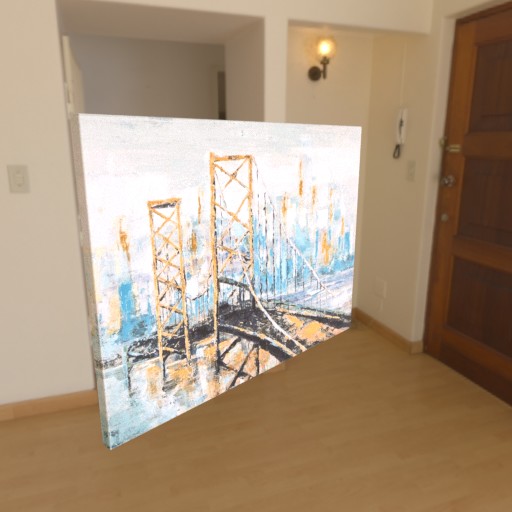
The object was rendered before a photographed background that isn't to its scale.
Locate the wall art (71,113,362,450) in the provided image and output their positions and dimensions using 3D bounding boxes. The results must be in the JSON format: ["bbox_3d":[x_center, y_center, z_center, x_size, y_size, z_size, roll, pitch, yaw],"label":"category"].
[{"bbox_3d":[0.000,0.000,1.315,0.038,0.762,1.016,14,20,43],"label":"wall art"}]
